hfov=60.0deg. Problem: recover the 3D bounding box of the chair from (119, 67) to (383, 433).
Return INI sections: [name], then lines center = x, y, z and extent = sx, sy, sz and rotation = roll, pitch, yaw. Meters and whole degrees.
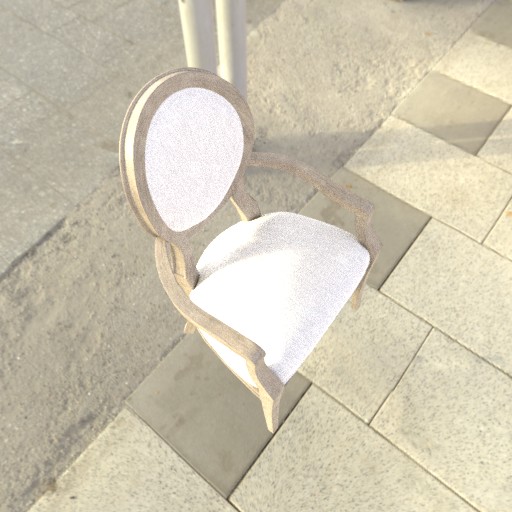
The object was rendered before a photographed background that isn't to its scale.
[chair]
center = 0.000, 0.000, 1.343
extent = 0.602, 0.991, 0.611
rotation = 32, 64, 18
